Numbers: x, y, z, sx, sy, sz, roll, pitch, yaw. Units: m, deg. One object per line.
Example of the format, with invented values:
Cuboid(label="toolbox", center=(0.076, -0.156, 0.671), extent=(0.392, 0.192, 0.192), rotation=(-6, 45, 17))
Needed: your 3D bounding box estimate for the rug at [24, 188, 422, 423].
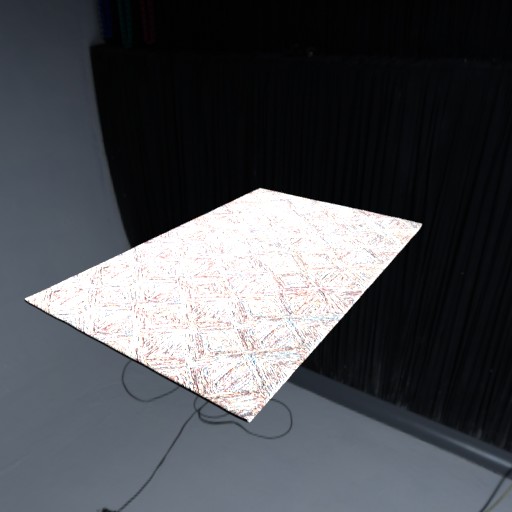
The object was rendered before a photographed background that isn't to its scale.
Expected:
Cuboid(label="rug", center=(0.000, 0.000, 2.199), extent=(1.143, 0.014, 1.761), rotation=(17, 32, 30))
